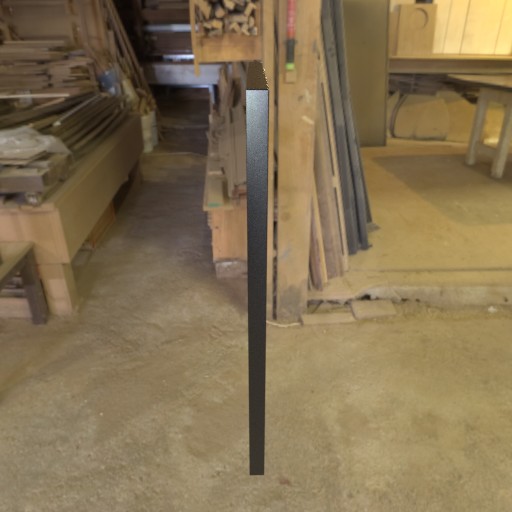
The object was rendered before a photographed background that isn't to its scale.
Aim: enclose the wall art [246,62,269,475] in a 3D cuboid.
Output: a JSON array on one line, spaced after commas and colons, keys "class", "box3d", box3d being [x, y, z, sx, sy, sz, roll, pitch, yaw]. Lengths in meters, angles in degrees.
[{"class": "wall art", "box3d": [0.000, 0.000, 0.590, 0.019, 0.455, 0.314, 0, 27, 0]}]
